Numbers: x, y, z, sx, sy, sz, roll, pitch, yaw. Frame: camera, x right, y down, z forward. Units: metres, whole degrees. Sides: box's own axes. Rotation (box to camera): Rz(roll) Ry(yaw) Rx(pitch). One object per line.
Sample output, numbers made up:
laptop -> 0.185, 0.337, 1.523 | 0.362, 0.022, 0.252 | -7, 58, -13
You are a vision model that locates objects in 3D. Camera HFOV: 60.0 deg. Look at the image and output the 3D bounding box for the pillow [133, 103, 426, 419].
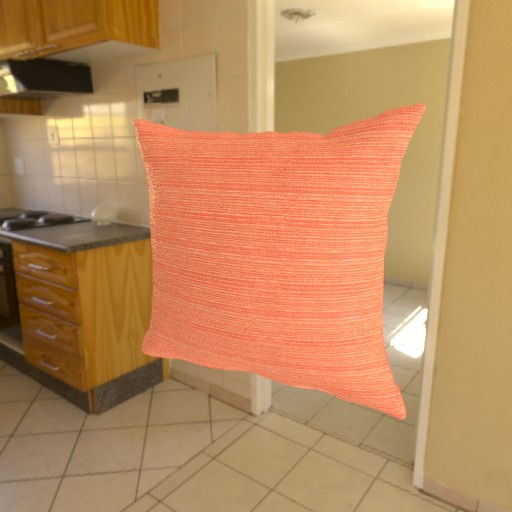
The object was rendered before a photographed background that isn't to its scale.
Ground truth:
pillow -> 0.000, 0.000, 0.802 | 0.559, 0.501, 0.229 | 7, 15, 26
